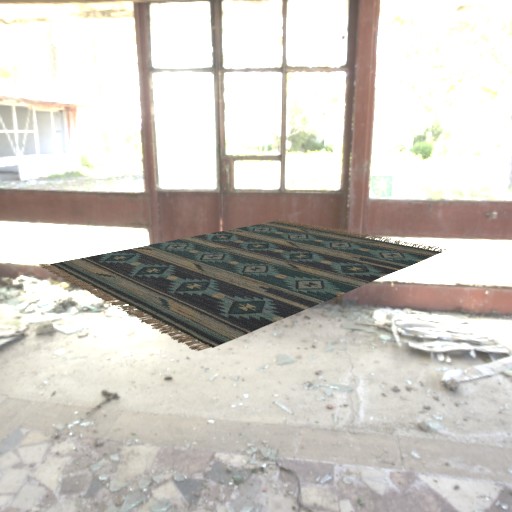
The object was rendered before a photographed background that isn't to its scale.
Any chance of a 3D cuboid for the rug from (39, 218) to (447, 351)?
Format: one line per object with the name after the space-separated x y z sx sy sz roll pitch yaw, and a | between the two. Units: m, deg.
0.000 0.000 4.369 3.307 0.047 2.418 -14 21 -43 | rug
